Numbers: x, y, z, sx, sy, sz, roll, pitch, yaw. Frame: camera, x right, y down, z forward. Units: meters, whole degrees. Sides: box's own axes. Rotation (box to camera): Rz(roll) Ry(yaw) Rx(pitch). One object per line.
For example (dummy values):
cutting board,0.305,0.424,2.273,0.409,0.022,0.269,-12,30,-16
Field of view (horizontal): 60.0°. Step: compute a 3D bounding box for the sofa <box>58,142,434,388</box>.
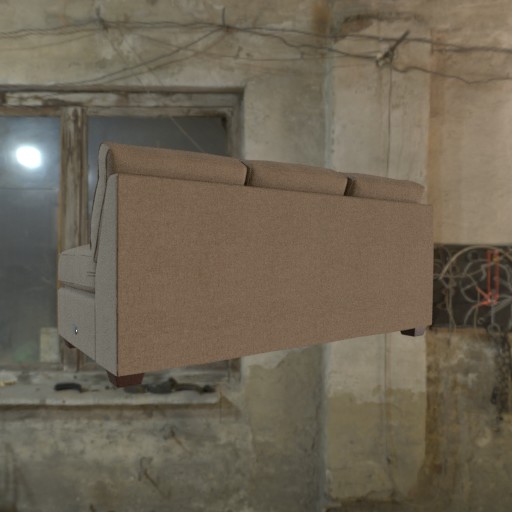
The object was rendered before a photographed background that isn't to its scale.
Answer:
sofa,0.000,0.000,2.728,2.092,1.036,1.127,-1,1,-35
